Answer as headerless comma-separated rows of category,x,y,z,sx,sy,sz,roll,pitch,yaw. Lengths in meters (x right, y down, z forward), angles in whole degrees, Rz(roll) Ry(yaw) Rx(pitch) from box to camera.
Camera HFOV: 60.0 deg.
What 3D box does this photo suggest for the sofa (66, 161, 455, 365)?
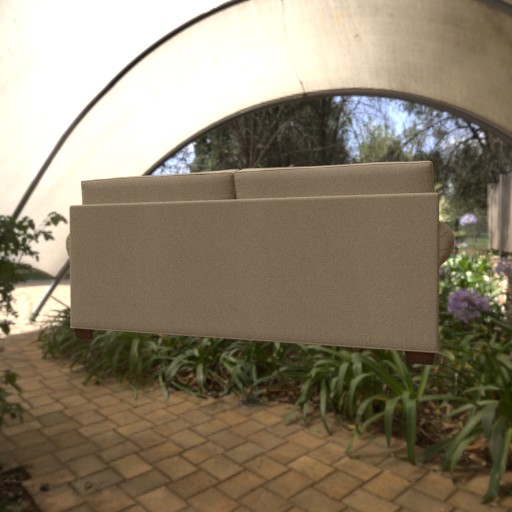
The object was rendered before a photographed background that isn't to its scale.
sofa,0.000,0.000,2.688,2.146,0.962,0.901,0,1,18
